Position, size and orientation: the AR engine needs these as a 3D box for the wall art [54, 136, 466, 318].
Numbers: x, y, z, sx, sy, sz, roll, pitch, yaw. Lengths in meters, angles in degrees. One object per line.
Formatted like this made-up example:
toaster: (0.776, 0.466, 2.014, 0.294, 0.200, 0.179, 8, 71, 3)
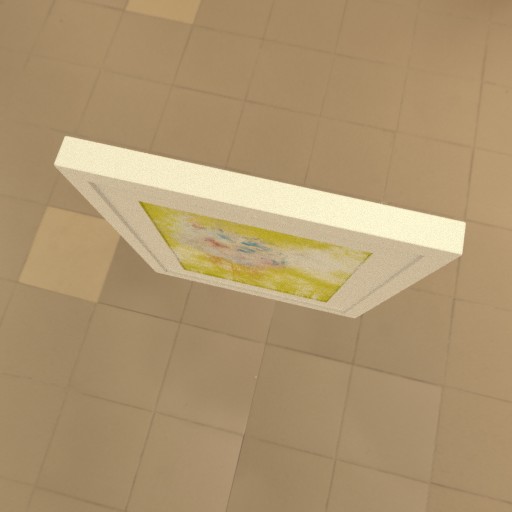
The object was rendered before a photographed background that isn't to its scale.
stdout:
wall art: (0.000, 0.000, 0.535, 0.331, 0.381, 0.028, 13, 75, 3)
